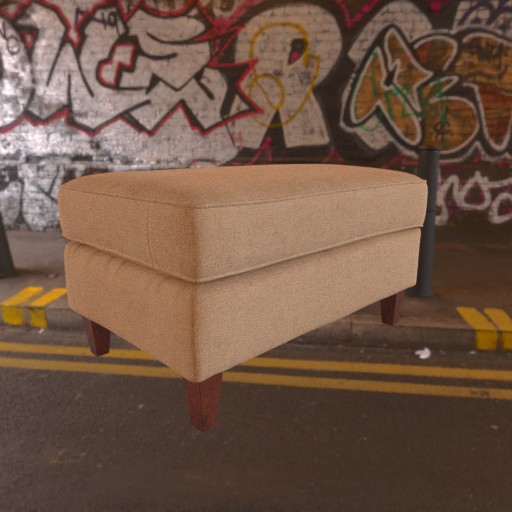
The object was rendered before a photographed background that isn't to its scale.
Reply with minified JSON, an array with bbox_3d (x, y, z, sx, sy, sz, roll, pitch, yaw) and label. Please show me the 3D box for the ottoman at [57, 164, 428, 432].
[{"bbox_3d":[0.000,0.000,1.226,0.862,0.484,0.583,-14,20,-43],"label":"ottoman"}]
